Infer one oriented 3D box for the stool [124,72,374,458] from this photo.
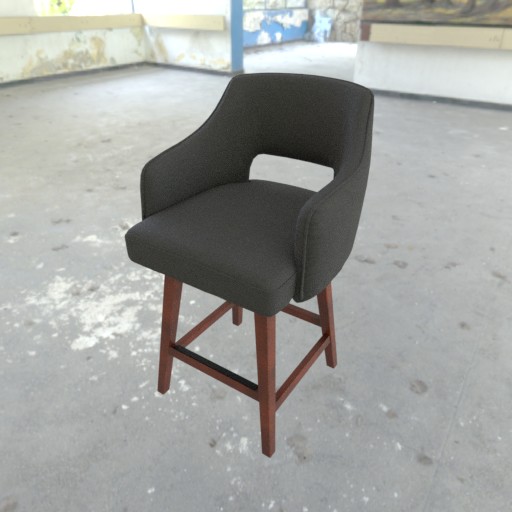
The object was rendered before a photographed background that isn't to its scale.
[{"bbox_3d":[0.000,0.000,1.274,0.548,0.912,0.558,19,36,29],"label":"stool"}]
